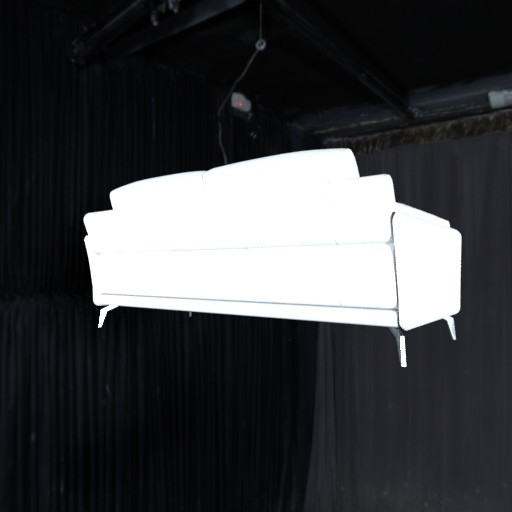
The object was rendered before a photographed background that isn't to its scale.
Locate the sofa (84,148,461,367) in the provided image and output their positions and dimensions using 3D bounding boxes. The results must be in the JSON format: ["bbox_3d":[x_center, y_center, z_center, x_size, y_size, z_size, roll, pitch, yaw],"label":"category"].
[{"bbox_3d":[0.000,0.000,2.674,2.101,0.930,1.049,-1,-2,37],"label":"sofa"}]
